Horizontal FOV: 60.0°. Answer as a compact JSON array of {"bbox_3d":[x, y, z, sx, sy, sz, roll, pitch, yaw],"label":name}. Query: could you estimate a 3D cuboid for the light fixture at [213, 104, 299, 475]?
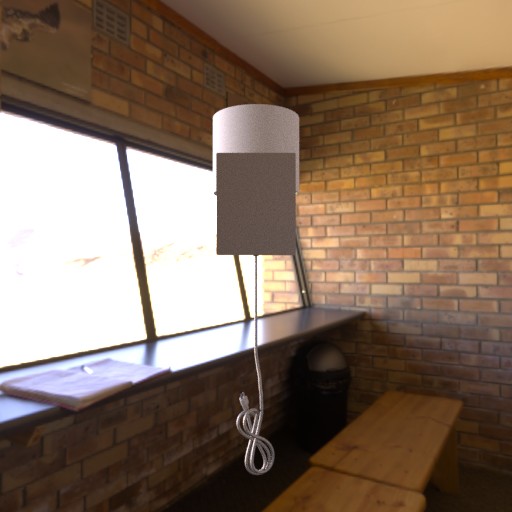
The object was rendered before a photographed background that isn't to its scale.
[{"bbox_3d":[0.000,0.000,0.888,0.203,0.651,0.516,0,-1,0],"label":"light fixture"}]
